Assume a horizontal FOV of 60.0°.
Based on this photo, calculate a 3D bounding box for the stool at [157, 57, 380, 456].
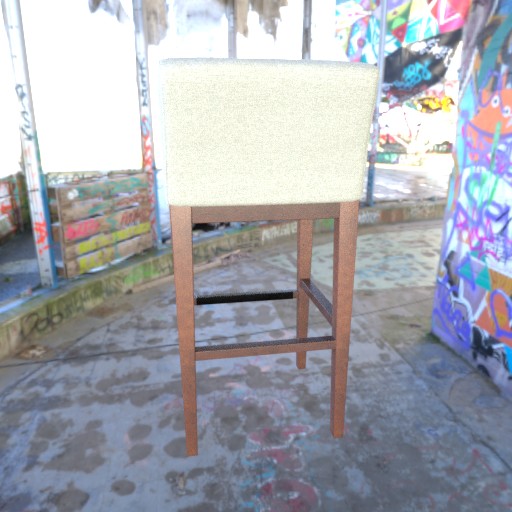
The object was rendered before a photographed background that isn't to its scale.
[{"bbox_3d":[0.000,0.000,1.327,0.511,1.037,0.500,-3,16,-10],"label":"stool"}]
